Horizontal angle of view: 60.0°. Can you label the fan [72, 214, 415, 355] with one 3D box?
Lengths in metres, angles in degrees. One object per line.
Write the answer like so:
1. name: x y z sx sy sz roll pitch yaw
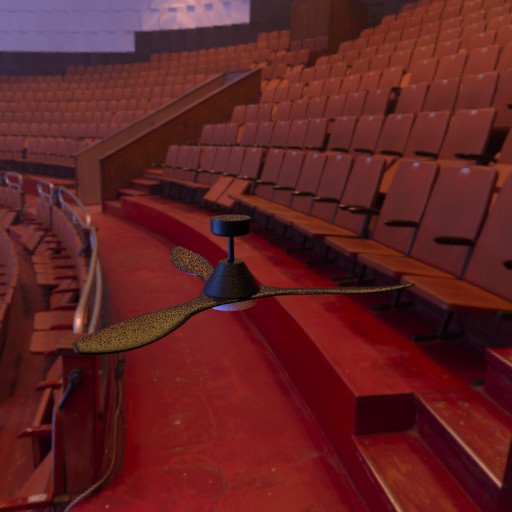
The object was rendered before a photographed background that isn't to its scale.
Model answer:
1. fan: 0.000 0.000 1.614 1.067 0.305 1.067 -2 14 -9
